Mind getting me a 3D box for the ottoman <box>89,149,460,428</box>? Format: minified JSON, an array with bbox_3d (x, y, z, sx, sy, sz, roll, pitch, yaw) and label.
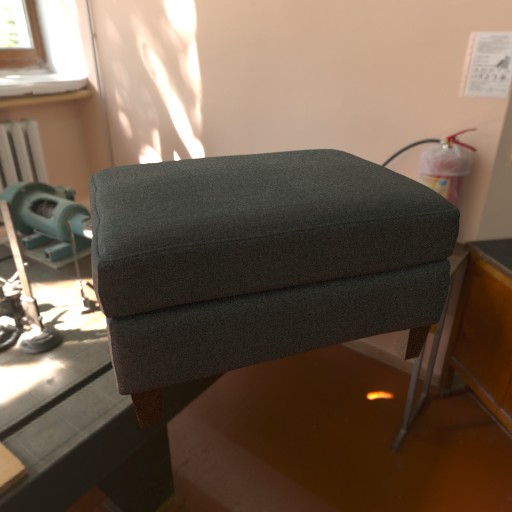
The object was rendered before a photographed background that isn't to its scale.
[{"bbox_3d":[0.000,0.000,1.226,0.826,0.496,0.639,-9,28,-17],"label":"ottoman"}]
